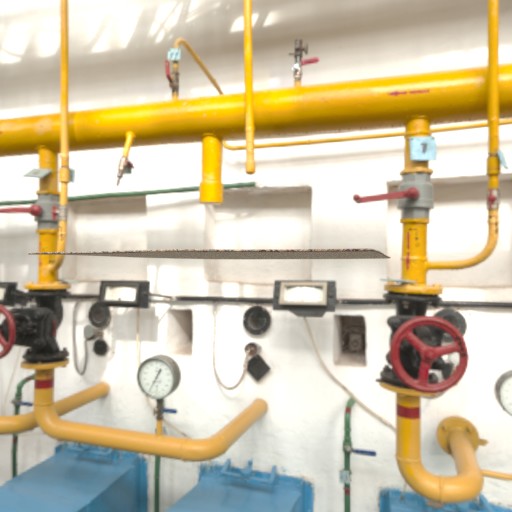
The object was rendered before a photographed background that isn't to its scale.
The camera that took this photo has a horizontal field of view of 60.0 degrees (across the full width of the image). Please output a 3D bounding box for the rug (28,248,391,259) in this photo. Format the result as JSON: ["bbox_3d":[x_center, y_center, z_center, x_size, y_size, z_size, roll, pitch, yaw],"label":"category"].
[{"bbox_3d":[0.000,0.000,4.317,2.436,0.024,3.226,0,-1,19],"label":"rug"}]
